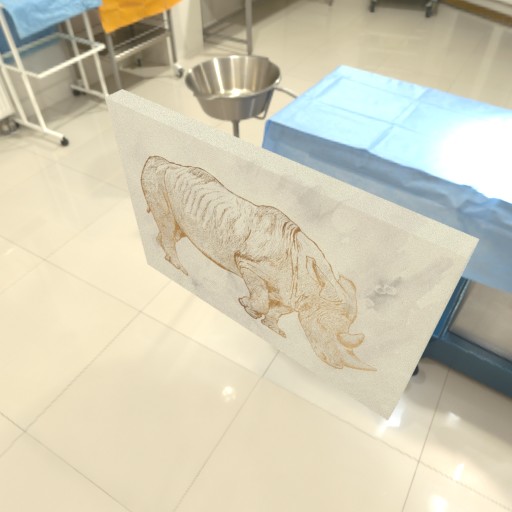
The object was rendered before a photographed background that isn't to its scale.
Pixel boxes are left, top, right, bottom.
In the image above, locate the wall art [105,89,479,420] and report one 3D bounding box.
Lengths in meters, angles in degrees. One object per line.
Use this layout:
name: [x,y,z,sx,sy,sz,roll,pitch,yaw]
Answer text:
wall art: [0.000,0.000,0.766,0.609,0.407,0.038,29,52,25]
